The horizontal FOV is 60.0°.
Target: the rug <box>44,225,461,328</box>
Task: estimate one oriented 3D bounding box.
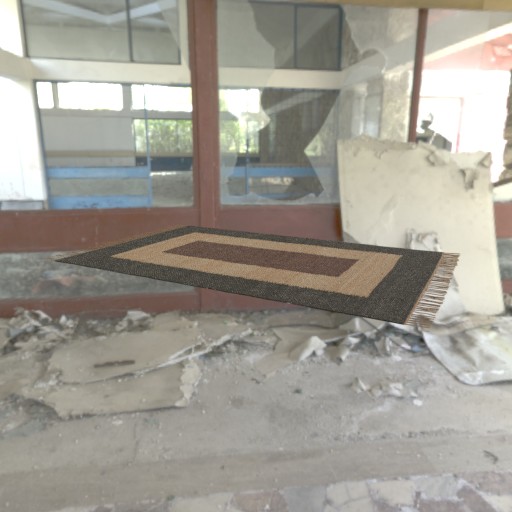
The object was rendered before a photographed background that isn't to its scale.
[{"bbox_3d":[0.000,0.000,1.889,1.541,0.013,0.920,8,16,27],"label":"rug"}]
